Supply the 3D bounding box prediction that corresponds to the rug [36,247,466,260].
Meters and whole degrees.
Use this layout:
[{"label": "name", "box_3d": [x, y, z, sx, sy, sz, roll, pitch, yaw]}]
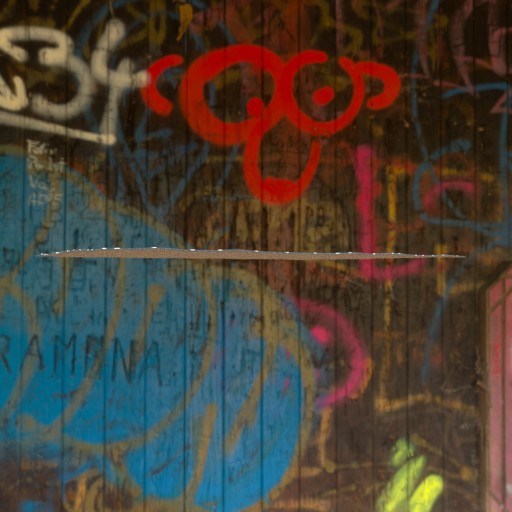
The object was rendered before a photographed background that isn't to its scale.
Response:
[{"label": "rug", "box_3d": [0.000, 0.000, 2.964, 2.448, 0.017, 1.529, 1, -2, -35]}]
